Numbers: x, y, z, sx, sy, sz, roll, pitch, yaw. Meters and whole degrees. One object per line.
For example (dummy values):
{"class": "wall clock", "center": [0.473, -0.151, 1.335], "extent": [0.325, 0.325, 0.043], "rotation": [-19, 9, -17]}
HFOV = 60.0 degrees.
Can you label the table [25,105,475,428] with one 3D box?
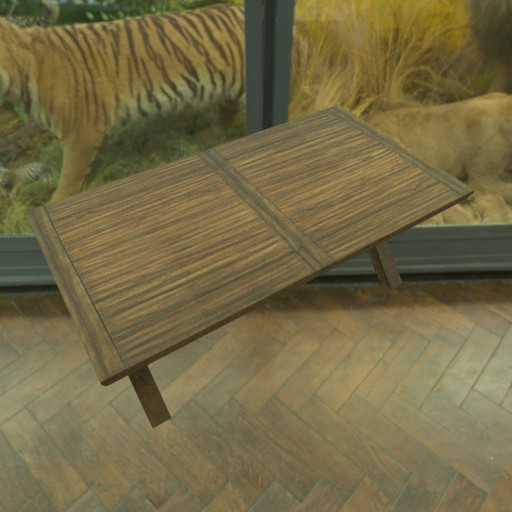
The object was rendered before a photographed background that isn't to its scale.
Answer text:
{"class": "table", "center": [0.000, 0.000, 2.485], "extent": [1.966, 0.793, 1.071], "rotation": [-25, 51, -22]}
